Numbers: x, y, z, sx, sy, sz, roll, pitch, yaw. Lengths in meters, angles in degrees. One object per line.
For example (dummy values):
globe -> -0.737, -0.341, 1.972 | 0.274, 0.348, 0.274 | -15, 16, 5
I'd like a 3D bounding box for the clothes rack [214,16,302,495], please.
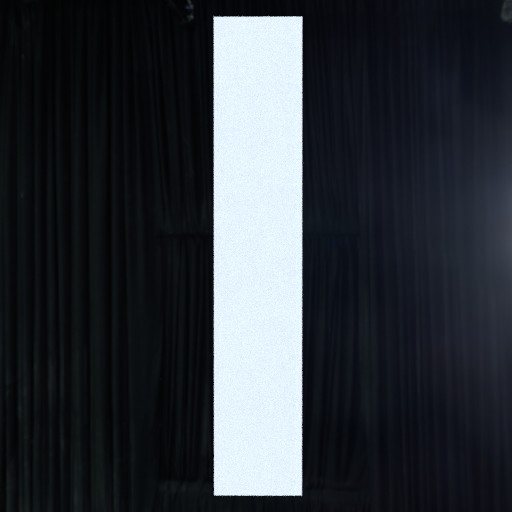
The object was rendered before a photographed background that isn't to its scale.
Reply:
clothes rack -> 0.000, 0.000, 1.560 | 0.250, 1.280, 0.750 | 0, 1, 0
